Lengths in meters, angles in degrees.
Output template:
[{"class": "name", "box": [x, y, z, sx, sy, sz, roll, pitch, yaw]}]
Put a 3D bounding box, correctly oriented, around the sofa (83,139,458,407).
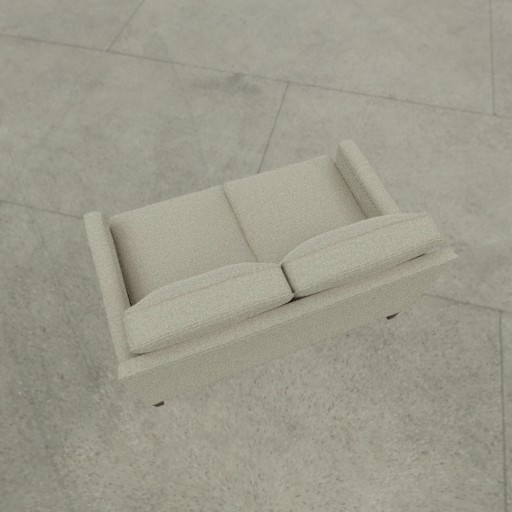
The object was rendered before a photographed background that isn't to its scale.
[{"class": "sofa", "box": [0.000, 0.000, 2.346, 1.597, 1.003, 1.084, -18, 60, -11]}]
